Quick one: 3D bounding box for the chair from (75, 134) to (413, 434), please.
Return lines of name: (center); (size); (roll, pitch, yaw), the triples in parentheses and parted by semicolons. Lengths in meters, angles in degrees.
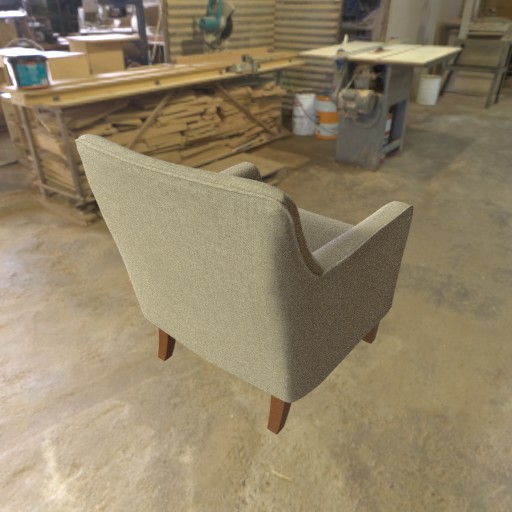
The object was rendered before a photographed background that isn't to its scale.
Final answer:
chair: (0.000, 0.000, 1.791); (0.887, 1.047, 0.993); (22, 37, 32)
